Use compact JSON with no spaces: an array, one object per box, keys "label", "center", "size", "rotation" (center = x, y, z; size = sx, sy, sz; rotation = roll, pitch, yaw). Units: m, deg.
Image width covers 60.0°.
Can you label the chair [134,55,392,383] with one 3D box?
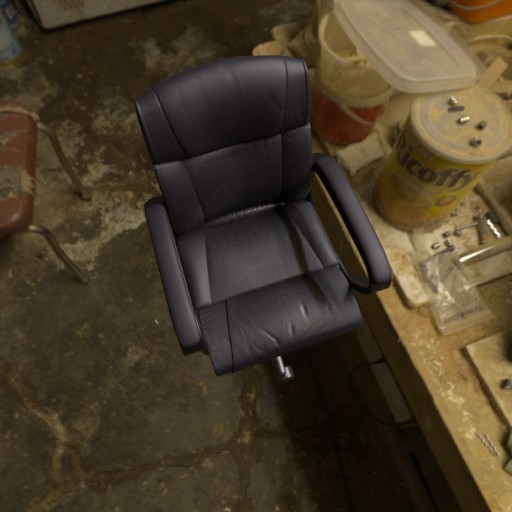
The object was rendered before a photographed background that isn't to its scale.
[{"label":"chair","center":[0.000,0.000,1.395],"size":[0.576,0.998,0.641],"rotation":[-17,65,-8]}]
